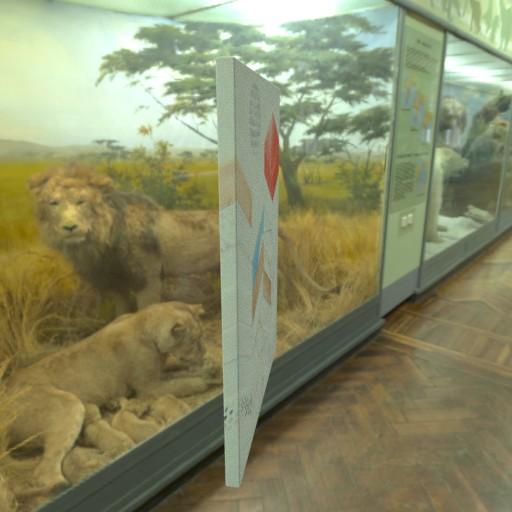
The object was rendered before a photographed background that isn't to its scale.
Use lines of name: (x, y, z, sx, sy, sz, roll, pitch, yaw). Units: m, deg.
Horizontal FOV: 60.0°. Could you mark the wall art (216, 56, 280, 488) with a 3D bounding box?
wall art: (0.000, 0.000, 1.350, 0.045, 1.014, 0.759, 3, 17, 9)
